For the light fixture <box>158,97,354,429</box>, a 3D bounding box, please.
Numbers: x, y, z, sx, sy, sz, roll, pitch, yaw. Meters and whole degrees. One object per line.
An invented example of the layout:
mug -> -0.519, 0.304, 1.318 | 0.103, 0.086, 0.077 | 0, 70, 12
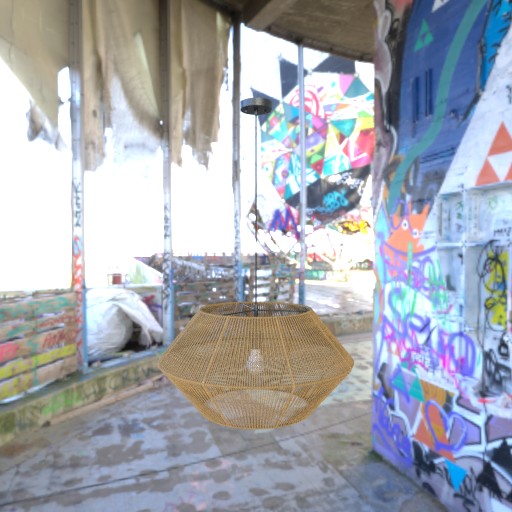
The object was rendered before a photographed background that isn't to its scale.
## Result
light fixture -> 0.000, 0.000, 1.470 | 0.643, 1.009, 0.643 | 0, 1, 0
